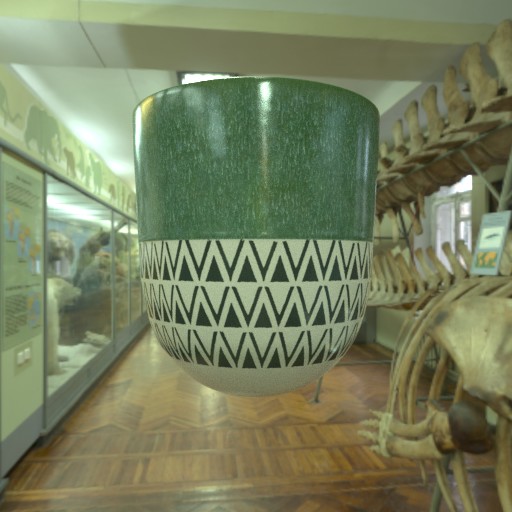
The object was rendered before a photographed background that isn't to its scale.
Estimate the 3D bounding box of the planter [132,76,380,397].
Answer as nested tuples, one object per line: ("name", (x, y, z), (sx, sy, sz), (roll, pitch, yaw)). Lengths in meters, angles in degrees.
("planter", (0.000, 0.000, 0.361), (0.195, 0.214, 0.195), (0, 0, 0))
